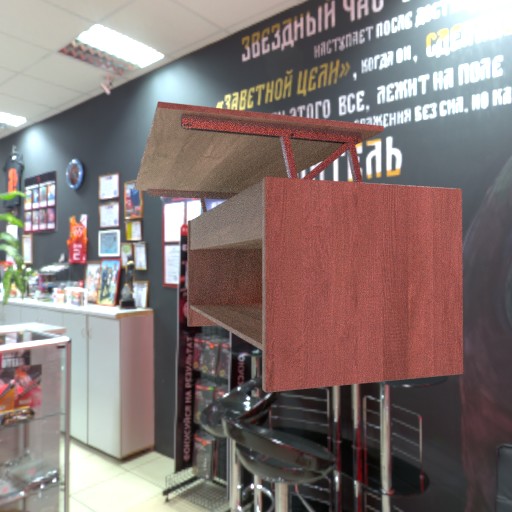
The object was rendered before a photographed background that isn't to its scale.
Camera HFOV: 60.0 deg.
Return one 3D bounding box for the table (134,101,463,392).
[{"bbox_3d":[0.000,0.000,1.421,0.712,0.570,1.000,0,-1,-18],"label":"table"}]
